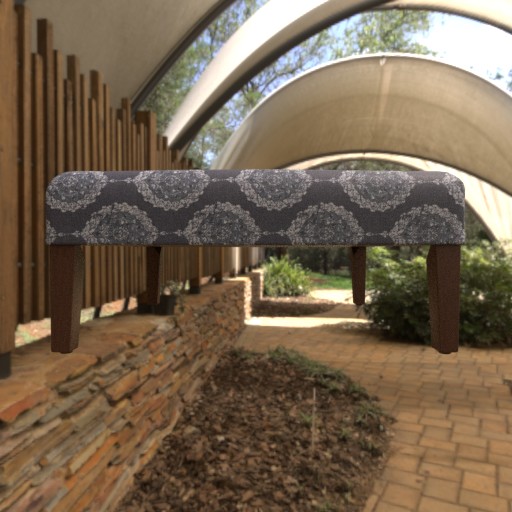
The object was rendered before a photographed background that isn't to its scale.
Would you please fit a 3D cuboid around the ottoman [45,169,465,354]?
[{"bbox_3d":[0.000,0.000,1.370,0.890,0.409,0.889,0,1,0],"label":"ottoman"}]
